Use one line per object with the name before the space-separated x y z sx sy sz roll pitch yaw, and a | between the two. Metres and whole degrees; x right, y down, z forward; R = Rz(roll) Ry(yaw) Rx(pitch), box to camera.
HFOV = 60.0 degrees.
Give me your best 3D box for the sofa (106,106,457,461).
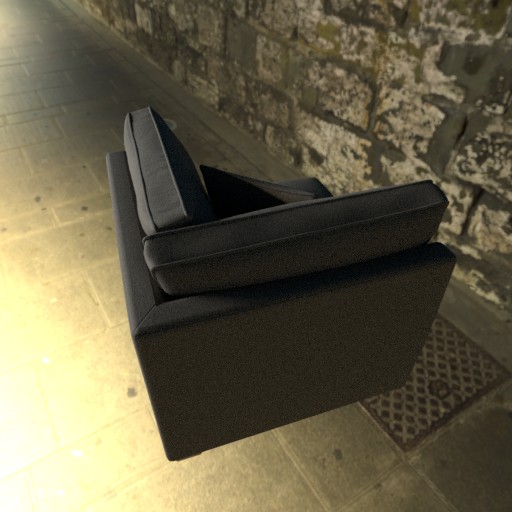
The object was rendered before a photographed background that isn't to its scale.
sofa | 0.000 0.000 1.937 1.084 1.002 1.146 -12 42 -14
